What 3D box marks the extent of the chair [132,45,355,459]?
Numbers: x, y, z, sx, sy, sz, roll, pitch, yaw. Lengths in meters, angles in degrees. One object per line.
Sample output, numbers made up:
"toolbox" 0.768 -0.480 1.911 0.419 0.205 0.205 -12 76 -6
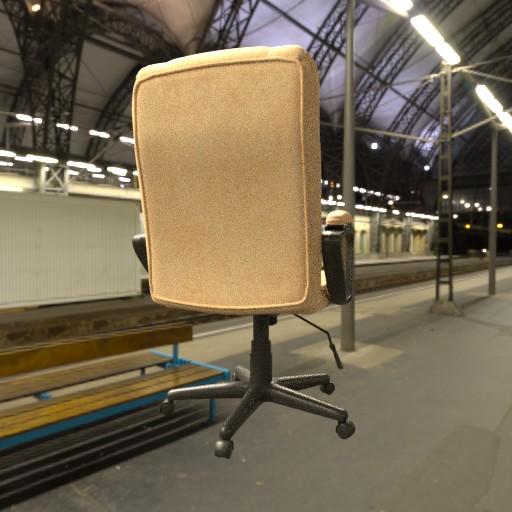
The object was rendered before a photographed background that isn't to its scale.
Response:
"chair" 0.000 0.000 1.488 0.667 1.105 0.724 0 1 18
